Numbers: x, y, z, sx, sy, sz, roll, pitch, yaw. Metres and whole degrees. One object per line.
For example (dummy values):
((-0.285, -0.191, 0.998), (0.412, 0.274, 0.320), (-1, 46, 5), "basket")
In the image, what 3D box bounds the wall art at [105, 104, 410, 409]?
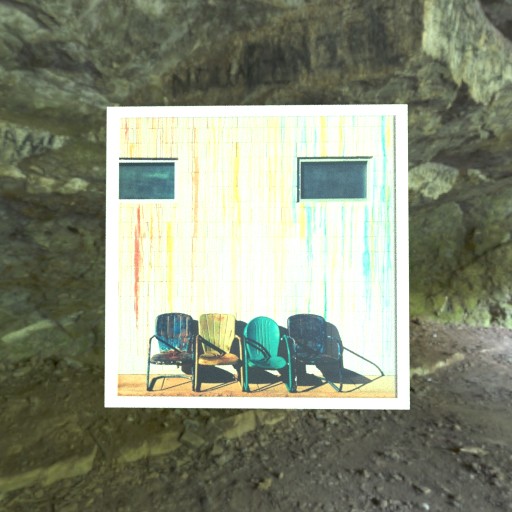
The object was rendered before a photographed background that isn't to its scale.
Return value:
((0.000, 0.000, 1.130), (0.760, 0.760, 0.036), (0, -1, 1), "wall art")
